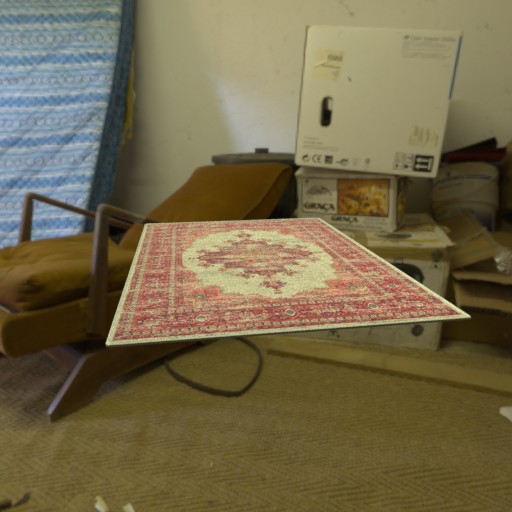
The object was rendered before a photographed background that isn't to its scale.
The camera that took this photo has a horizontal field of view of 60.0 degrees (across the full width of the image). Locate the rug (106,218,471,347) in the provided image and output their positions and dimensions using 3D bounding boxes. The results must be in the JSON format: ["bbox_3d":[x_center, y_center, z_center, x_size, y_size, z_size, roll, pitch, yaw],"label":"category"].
[{"bbox_3d":[0.000,0.000,2.257,1.217,0.011,1.747,-3,17,-9],"label":"rug"}]
